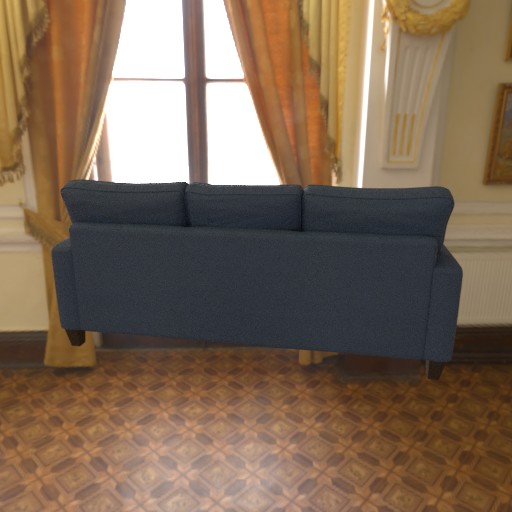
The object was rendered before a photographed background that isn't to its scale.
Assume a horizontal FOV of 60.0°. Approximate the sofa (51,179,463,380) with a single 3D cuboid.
[{"bbox_3d":[0.000,0.000,2.701,2.158,0.965,0.951,3,16,10],"label":"sofa"}]
